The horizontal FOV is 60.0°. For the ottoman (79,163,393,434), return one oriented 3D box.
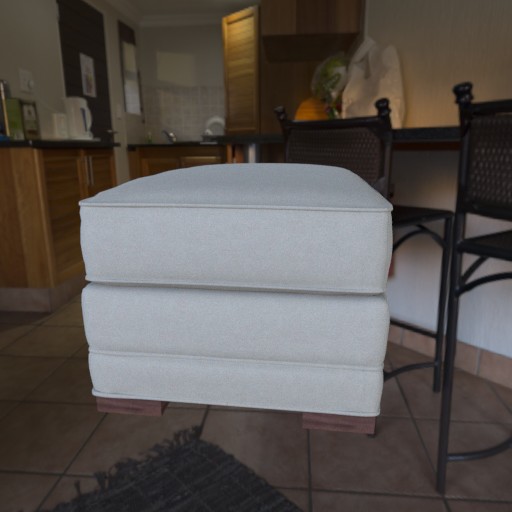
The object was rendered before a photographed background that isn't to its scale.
[{"bbox_3d":[0.000,0.000,1.218,0.611,0.482,0.848,2,15,7],"label":"ottoman"}]
